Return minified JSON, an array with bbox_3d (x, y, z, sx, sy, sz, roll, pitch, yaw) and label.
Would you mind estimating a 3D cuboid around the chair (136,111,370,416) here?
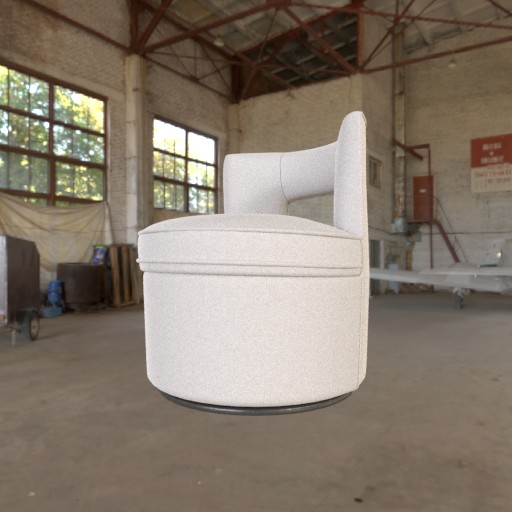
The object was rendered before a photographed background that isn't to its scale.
[{"bbox_3d":[0.000,0.000,1.269,0.665,0.723,0.650,0,0,-37],"label":"chair"}]
